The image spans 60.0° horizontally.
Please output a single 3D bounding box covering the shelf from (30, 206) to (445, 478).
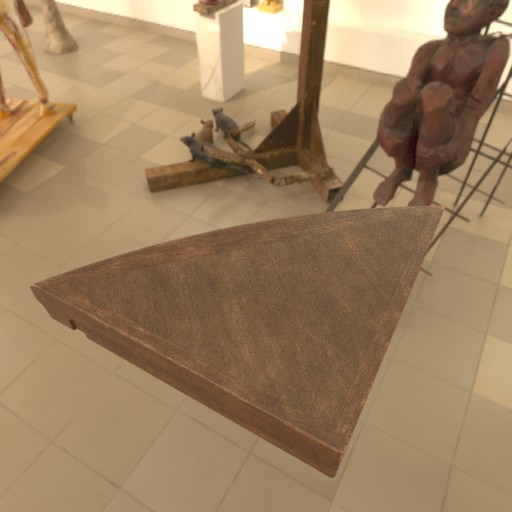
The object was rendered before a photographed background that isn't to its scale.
[{"bbox_3d":[0.000,0.000,0.463,0.310,0.050,0.310,22,50,20],"label":"shelf"}]
